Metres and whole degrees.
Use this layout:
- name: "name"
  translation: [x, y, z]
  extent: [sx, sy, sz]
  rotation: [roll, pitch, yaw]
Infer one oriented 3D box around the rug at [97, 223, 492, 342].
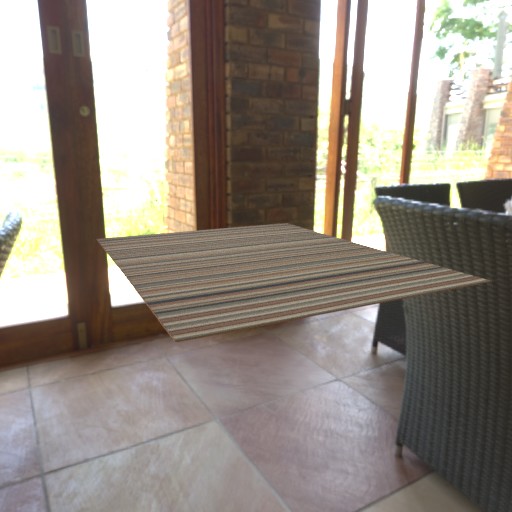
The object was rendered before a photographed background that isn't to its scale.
- name: "rug"
  translation: [0.000, 0.000, 4.109]
  extent: [2.436, 0.011, 3.045]
  rotation: [-7, 15, -26]
